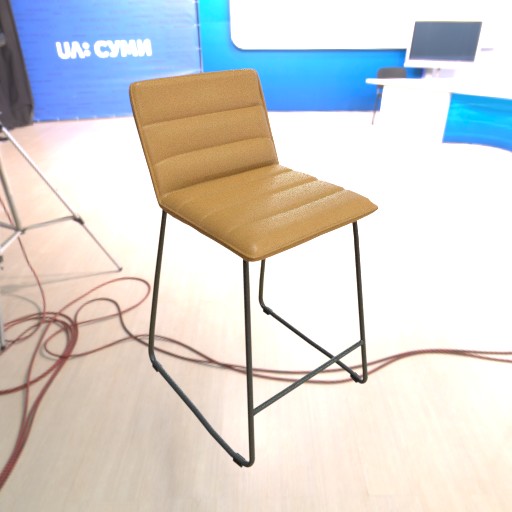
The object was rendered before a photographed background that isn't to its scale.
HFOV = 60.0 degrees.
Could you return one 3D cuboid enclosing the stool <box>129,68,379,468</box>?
[{"bbox_3d":[0.000,0.000,1.192,0.489,0.866,0.524,-22,37,-33],"label":"stool"}]
